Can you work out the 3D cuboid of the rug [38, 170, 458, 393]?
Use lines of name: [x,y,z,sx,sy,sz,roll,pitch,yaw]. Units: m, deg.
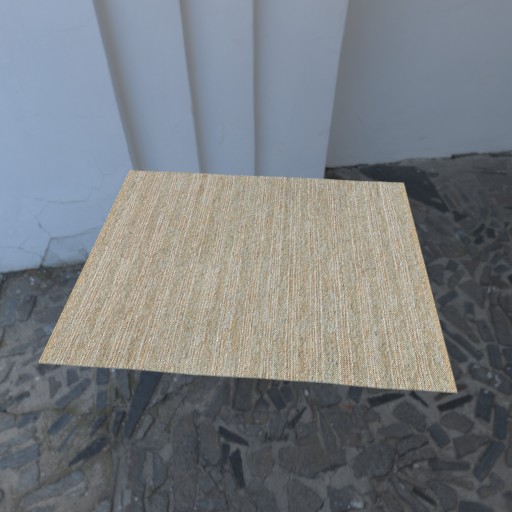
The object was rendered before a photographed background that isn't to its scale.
rug: [0.000,0.000,4.045,3.034,0.012,2.471,3,46,3]
